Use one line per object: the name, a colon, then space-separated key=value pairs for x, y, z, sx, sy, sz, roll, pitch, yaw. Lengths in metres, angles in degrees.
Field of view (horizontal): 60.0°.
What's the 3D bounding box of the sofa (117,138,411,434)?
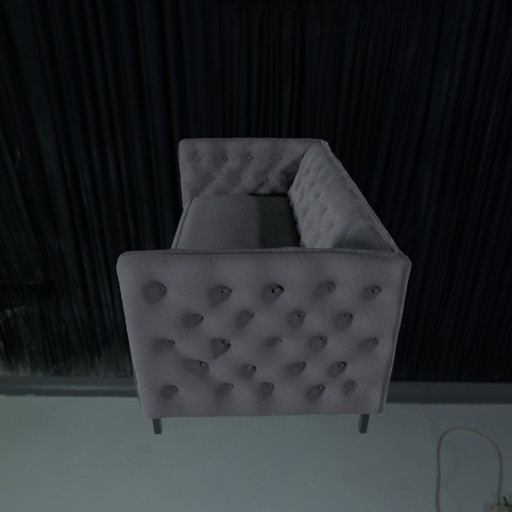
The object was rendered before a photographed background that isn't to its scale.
sofa: x=0.000 y=0.000 z=2.159 sx=0.909 sy=0.810 sz=1.583 roll=-1 pitch=28 yaw=-1
